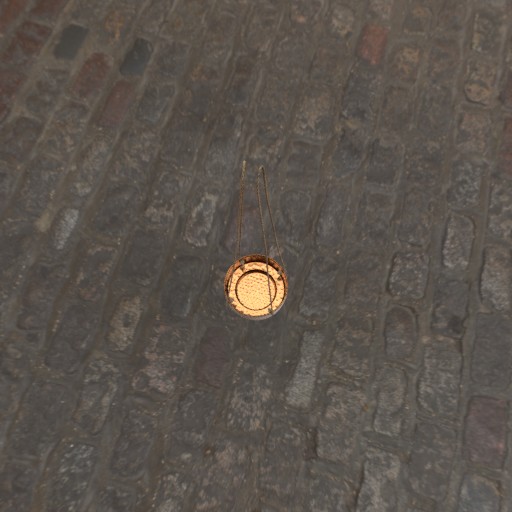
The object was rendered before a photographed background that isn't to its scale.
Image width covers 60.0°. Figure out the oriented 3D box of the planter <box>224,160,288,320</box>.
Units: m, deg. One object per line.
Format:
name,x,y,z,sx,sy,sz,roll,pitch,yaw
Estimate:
planter,0.000,0.000,1.152,0.223,1.030,0.223,14,76,4
